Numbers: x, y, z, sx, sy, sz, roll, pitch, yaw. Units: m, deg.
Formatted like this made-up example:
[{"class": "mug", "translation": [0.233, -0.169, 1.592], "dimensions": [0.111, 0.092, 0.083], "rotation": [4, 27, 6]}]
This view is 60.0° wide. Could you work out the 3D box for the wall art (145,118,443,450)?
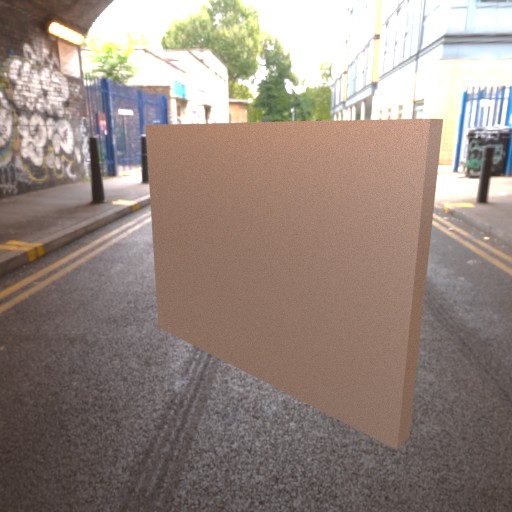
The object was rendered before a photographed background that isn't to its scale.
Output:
[{"class": "wall art", "translation": [0.000, 0.000, 1.390], "dimensions": [1.056, 0.801, 0.066], "rotation": [14, 21, 42]}]
